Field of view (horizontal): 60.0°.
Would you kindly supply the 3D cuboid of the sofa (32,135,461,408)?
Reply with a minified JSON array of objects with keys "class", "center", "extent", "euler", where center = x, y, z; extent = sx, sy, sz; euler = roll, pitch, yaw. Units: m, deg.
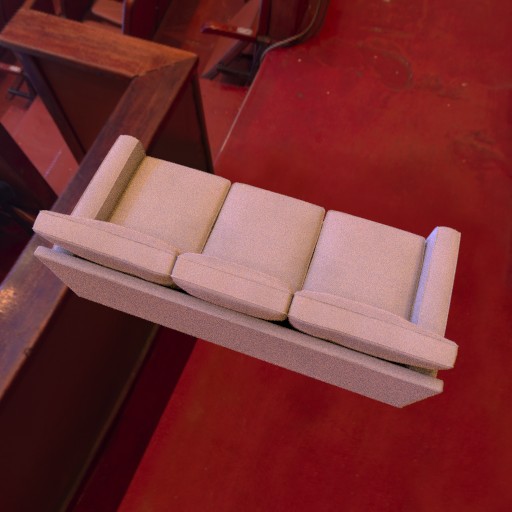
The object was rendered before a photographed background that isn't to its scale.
[{"class":"sofa","center":[0.000,0.000,2.510],"extent":[2.088,0.862,0.935],"euler":[17,66,8]}]
